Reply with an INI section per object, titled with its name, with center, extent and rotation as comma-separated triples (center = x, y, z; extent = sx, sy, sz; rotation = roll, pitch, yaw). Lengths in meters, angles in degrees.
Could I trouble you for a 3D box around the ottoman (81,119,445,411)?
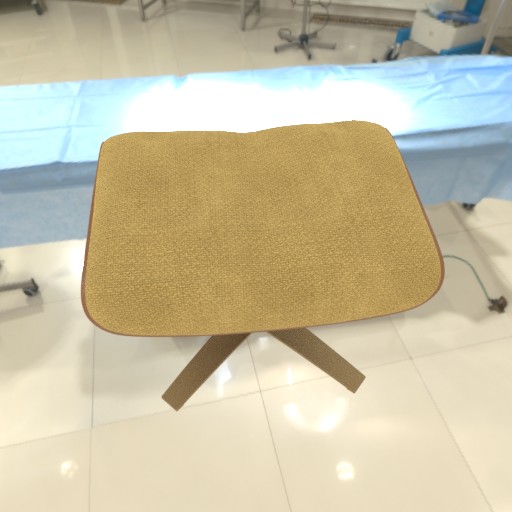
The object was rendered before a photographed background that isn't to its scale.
[ottoman]
center = 0.000, 0.000, 0.827
extent = 0.520, 0.391, 0.394
rotation = -4, 47, -4
